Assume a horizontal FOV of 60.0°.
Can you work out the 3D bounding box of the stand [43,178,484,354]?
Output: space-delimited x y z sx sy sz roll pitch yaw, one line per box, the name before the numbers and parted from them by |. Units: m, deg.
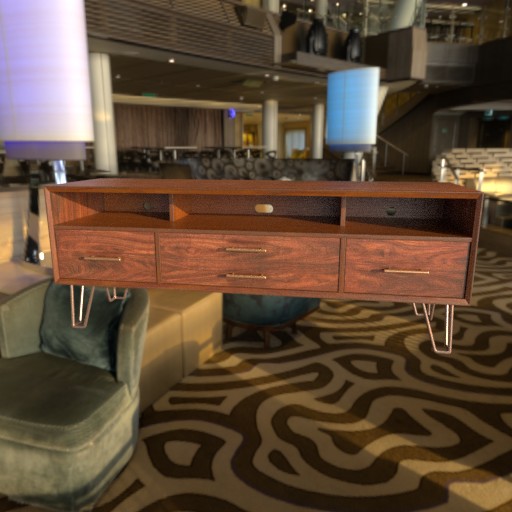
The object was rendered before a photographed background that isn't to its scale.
stand | 0.000 0.000 1.901 1.626 0.610 0.481 2 14 9
